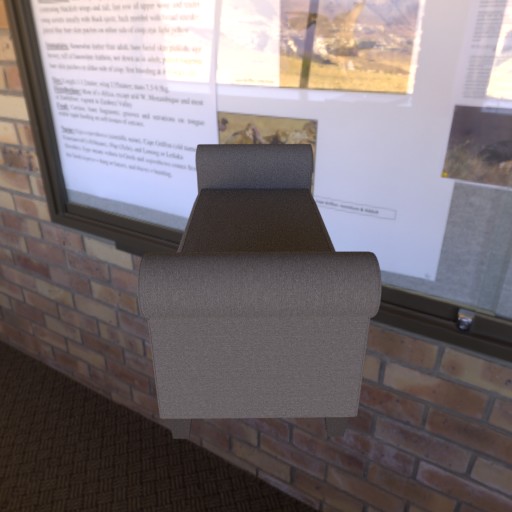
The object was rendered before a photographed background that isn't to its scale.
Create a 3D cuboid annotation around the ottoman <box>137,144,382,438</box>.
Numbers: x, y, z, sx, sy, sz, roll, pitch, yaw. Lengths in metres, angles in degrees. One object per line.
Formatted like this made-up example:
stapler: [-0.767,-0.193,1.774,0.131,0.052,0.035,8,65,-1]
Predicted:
ottoman: [0.000,0.000,1.565,0.521,0.547,1.256,0,26,-1]
